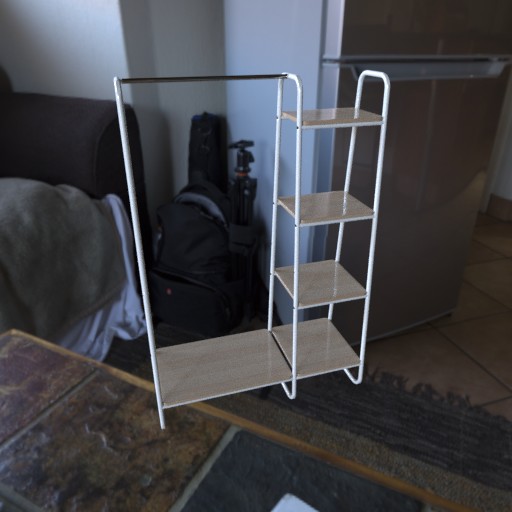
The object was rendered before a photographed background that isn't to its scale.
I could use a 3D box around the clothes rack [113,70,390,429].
[{"bbox_3d":[0.000,0.000,1.972,1.011,1.500,0.400,-8,28,-15],"label":"clothes rack"}]
